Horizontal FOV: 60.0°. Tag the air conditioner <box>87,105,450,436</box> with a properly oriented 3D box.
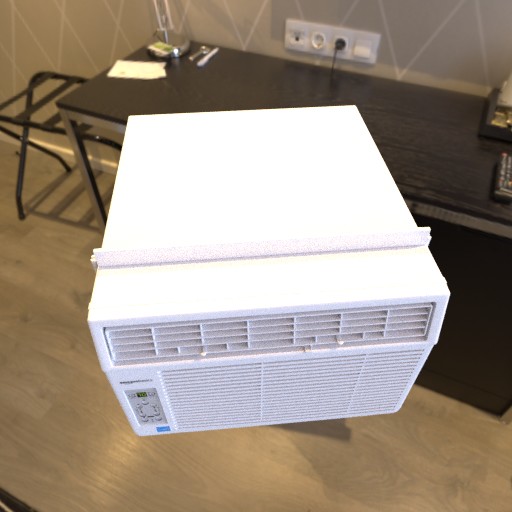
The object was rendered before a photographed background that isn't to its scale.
[{"bbox_3d":[0.000,0.000,0.870,0.503,0.388,0.546,-4,46,-4],"label":"air conditioner"}]
